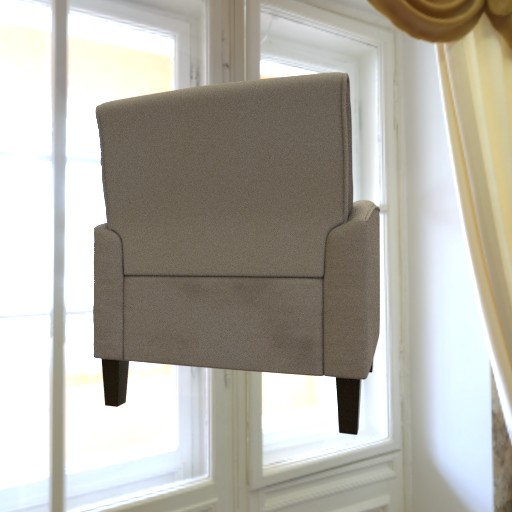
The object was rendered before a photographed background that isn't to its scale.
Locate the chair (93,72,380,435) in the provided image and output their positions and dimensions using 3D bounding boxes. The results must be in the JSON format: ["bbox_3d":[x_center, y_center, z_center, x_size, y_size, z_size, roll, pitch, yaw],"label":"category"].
[{"bbox_3d":[0.000,0.000,1.553,0.820,0.915,0.821,0,-1,18],"label":"chair"}]
